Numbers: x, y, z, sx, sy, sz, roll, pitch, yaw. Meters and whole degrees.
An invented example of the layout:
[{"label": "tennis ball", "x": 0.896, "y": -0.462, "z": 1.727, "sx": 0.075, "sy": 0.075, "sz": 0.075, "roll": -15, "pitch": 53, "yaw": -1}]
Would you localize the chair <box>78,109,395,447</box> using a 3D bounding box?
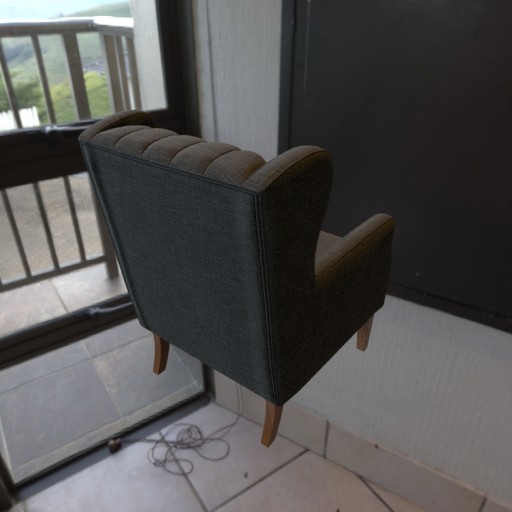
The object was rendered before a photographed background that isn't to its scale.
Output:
[{"label": "chair", "x": 0.000, "y": 0.000, "z": 1.500, "sx": 0.711, "sy": 0.953, "sz": 0.775, "roll": 21, "pitch": 37, "yaw": 31}]
